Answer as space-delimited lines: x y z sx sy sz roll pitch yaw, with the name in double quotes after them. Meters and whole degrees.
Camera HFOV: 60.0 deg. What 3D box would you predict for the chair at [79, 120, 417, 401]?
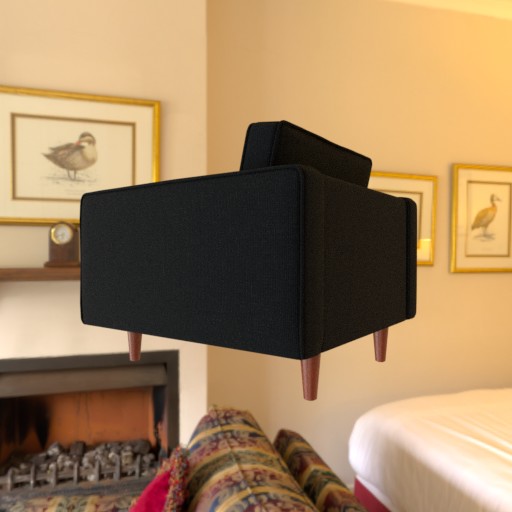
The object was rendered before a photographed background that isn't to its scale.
0.000 0.000 1.628 0.920 0.770 0.899 0 1 36 "chair"
